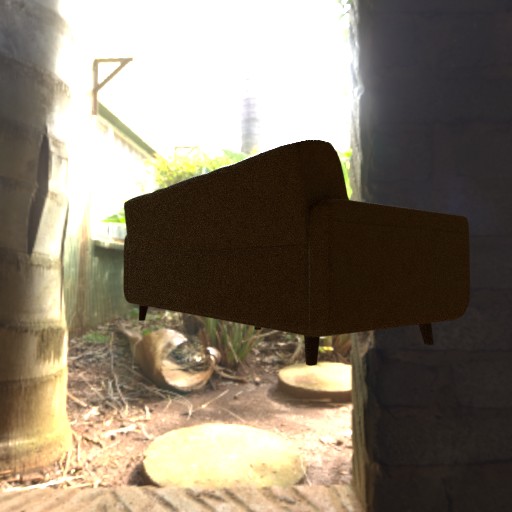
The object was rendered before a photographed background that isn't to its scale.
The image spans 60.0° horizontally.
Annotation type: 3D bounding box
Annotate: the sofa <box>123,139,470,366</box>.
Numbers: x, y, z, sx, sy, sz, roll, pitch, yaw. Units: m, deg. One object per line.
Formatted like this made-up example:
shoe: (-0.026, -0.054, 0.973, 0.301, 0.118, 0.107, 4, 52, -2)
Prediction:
sofa: (0.000, 0.000, 2.671, 0.980, 0.892, 2.137, 1, -2, -36)
